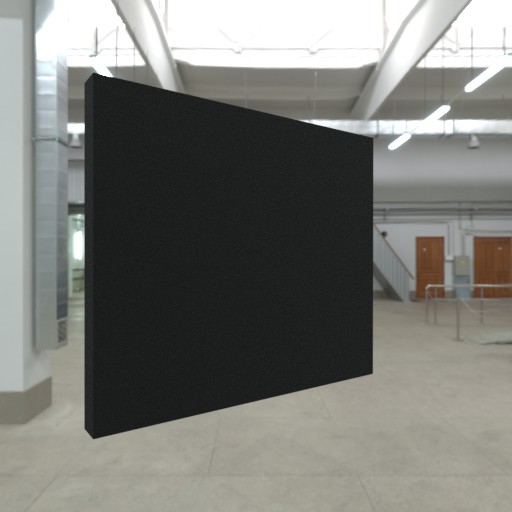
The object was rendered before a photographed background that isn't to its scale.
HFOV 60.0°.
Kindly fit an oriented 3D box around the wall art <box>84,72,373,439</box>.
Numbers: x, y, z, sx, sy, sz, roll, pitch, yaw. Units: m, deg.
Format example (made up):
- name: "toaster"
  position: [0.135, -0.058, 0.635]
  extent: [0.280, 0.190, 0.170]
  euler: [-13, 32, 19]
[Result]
- name: "wall art"
  position: [0.000, 0.000, 0.521]
  extent: [0.381, 0.330, 0.031]
  euler: [0, 0, -35]
